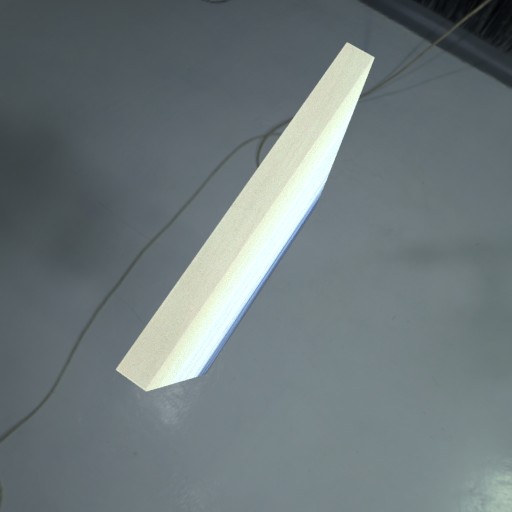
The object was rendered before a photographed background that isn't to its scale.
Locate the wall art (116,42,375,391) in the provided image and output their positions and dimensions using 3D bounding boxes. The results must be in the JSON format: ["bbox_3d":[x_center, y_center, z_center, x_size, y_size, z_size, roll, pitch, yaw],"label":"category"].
[{"bbox_3d":[0.000,0.000,0.713,0.037,0.511,0.435,33,79,7],"label":"wall art"}]
